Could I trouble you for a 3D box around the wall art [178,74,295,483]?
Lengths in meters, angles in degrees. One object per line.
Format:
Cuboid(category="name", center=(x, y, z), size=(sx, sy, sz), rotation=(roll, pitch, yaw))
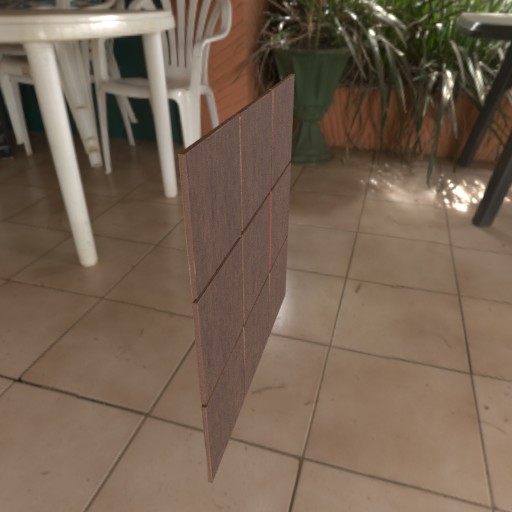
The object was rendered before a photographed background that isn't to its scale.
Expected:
Cuboid(category="wall art", center=(0.000, 0.000, 1.354), size=(0.013, 0.914, 0.915), rotation=(8, 31, 14))
